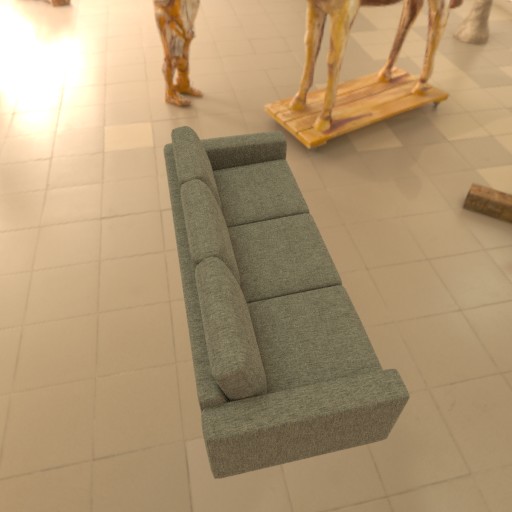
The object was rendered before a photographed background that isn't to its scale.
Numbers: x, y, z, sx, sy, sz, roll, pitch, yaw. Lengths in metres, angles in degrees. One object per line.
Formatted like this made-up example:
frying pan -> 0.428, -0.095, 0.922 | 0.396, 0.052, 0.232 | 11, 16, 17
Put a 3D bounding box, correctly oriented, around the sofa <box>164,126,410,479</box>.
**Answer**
sofa -> 0.000, 0.000, 2.640 | 0.900, 0.800, 2.160 | -9, 48, -8
